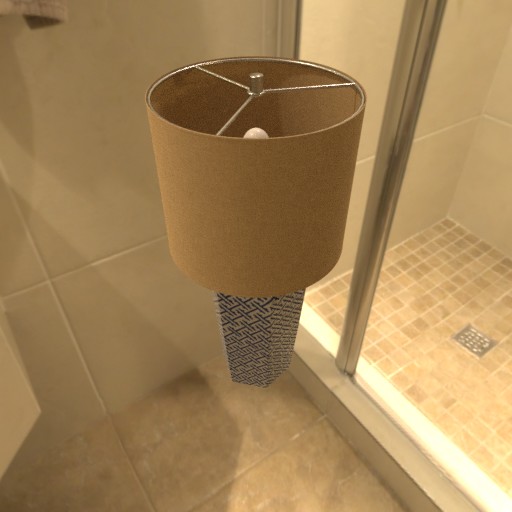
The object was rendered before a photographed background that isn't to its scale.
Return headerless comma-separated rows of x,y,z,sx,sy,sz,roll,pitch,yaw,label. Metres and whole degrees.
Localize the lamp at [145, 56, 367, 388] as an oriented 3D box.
0.000,0.000,0.858,0.320,0.682,0.320,12,42,14,lamp
